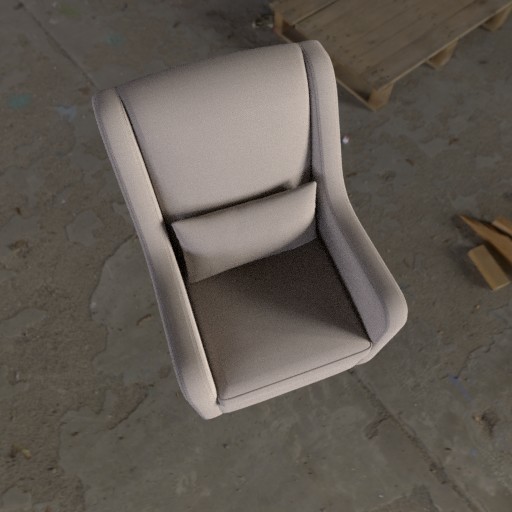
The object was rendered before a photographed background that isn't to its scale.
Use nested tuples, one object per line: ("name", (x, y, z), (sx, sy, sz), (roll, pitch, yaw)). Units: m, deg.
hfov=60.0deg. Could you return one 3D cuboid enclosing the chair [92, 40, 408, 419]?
("chair", (0.000, 0.000, 1.555), (0.715, 1.010, 0.863), (-17, 65, -9))
